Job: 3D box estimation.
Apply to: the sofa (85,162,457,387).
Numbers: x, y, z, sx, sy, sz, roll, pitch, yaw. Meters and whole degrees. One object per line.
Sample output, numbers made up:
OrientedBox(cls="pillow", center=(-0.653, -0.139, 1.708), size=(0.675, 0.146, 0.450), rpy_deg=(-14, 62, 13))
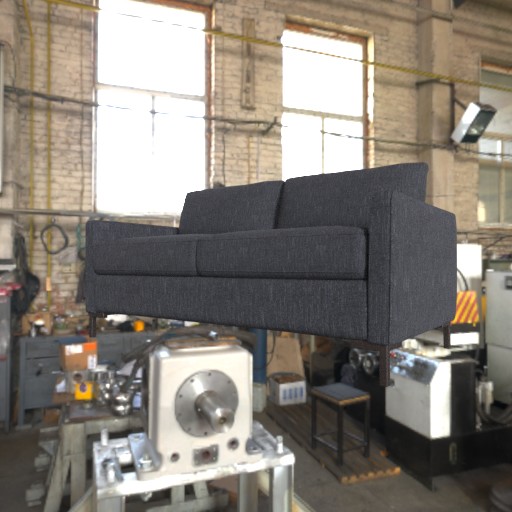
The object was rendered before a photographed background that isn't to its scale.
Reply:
OrientedBox(cls="sofa", center=(0.000, 0.000, 2.216), size=(1.716, 0.862, 0.866), rpy_deg=(-1, -1, 37))
